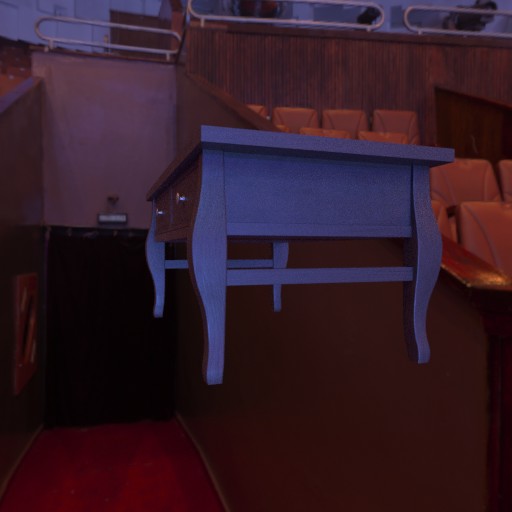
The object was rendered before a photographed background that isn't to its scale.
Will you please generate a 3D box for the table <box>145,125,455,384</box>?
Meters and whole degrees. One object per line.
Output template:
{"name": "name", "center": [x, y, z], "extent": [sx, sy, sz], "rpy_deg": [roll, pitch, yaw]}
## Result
{"name": "table", "center": [0.000, 0.000, 1.410], "extent": [0.600, 0.494, 1.062], "rpy_deg": [0, 1, -19]}
